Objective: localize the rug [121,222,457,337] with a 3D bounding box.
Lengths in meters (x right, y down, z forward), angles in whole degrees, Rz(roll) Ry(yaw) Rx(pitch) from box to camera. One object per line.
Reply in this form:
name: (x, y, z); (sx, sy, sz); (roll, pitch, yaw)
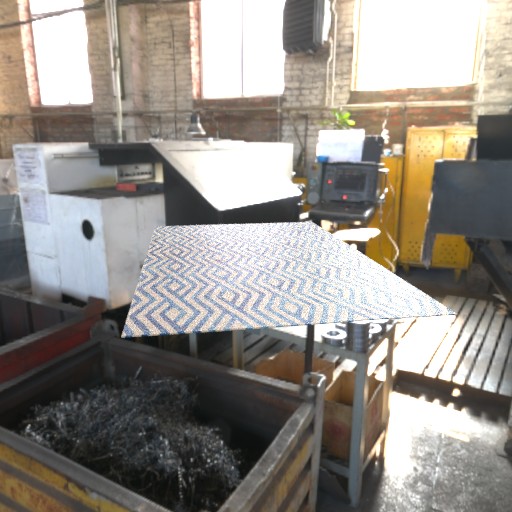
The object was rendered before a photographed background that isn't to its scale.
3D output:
rug: (0.000, 0.000, 3.123); (1.531, 0.008, 2.439); (-2, 15, -9)
